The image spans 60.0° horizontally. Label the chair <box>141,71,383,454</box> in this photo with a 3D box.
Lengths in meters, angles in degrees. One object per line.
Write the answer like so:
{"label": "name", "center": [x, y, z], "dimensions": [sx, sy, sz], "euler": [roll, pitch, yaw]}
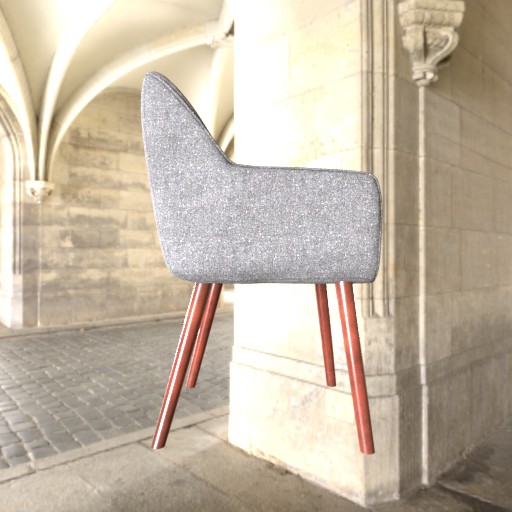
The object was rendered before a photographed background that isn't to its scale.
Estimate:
{"label": "chair", "center": [0.000, 0.000, 1.147], "dimensions": [0.519, 0.803, 0.543], "euler": [0, 0, 1]}
